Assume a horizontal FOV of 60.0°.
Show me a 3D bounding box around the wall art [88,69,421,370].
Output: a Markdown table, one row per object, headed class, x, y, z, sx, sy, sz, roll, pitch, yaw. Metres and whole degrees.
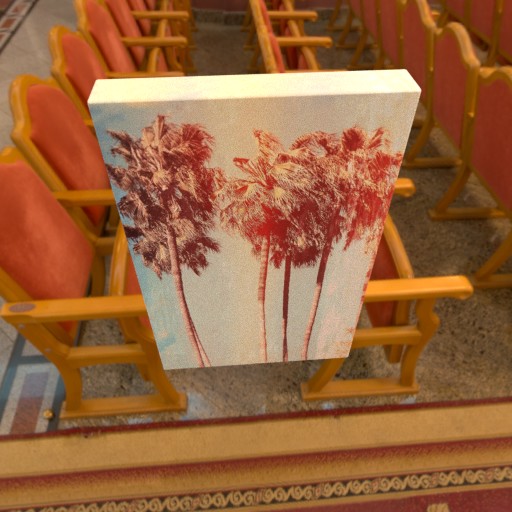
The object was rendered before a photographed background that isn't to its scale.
| class | x | y | z | sx | sy | sz | roll | pitch | yaw |
| --- | --- | --- | --- | --- | --- | --- | --- | --- | --- |
| wall art | 0.000 | 0.000 | 0.479 | 0.251 | 0.380 | 0.039 | -3 | 46 | -3 |
